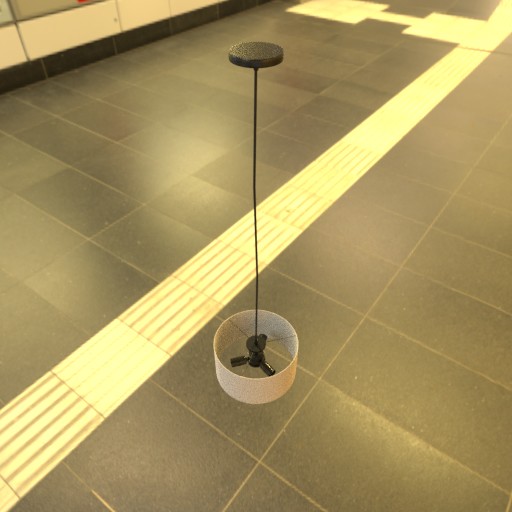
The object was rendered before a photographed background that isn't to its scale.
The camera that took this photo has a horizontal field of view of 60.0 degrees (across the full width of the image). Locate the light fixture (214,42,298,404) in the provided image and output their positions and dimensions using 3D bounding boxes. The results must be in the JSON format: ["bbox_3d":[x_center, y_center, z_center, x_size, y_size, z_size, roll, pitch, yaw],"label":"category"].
[{"bbox_3d":[0.000,0.000,1.718,0.399,1.516,0.399,0,42,0],"label":"light fixture"}]
